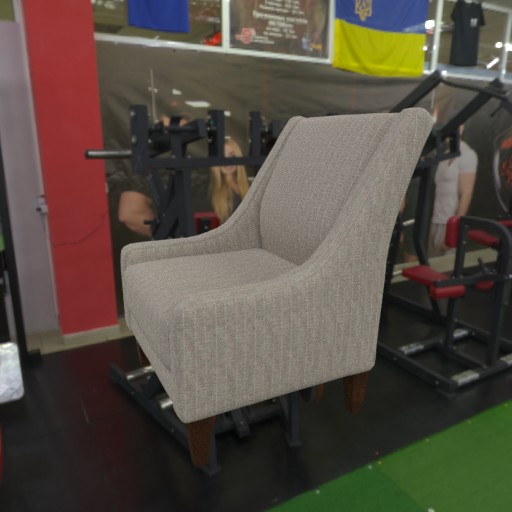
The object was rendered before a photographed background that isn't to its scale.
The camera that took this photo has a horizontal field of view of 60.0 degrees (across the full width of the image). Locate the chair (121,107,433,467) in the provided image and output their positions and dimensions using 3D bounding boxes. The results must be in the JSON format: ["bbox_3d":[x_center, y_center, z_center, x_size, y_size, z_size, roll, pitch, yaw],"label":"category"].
[{"bbox_3d":[0.000,0.000,1.620,0.870,1.014,0.774,-8,17,-26],"label":"chair"}]
